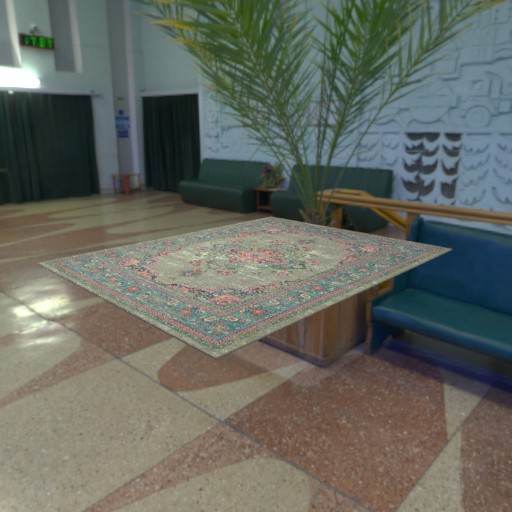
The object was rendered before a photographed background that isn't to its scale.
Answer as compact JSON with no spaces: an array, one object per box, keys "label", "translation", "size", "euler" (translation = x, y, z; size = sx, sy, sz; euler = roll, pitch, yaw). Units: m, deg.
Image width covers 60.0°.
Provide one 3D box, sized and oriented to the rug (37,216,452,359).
[{"label":"rug","translation":[0.000,0.000,4.137],"size":[2.434,0.013,3.057],"euler":[15,22,42]}]
